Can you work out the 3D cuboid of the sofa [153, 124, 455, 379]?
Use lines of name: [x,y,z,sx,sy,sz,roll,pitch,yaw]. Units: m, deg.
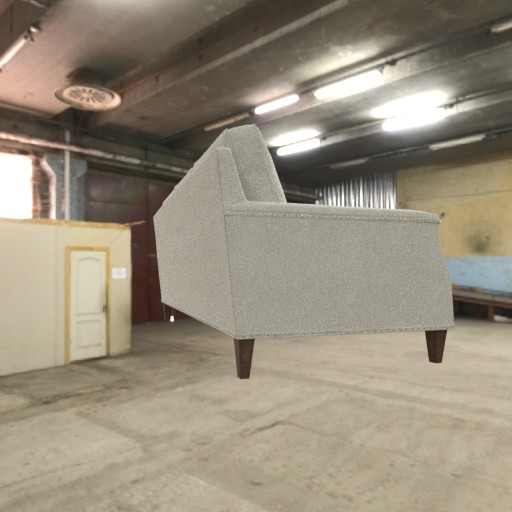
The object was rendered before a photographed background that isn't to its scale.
sofa: [0.000,0.000,2.807,1.084,1.003,2.246,1,-2,-19]
